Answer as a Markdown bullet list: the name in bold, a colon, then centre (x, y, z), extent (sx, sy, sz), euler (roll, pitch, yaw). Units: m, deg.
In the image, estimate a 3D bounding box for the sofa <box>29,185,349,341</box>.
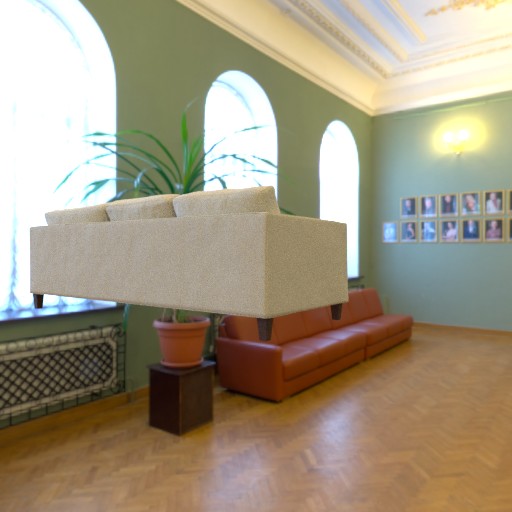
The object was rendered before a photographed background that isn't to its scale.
- **sofa**: centre (0.000, 0.000, 4.285), extent (2.432, 0.863, 3.182), euler (0, 1, 35)
